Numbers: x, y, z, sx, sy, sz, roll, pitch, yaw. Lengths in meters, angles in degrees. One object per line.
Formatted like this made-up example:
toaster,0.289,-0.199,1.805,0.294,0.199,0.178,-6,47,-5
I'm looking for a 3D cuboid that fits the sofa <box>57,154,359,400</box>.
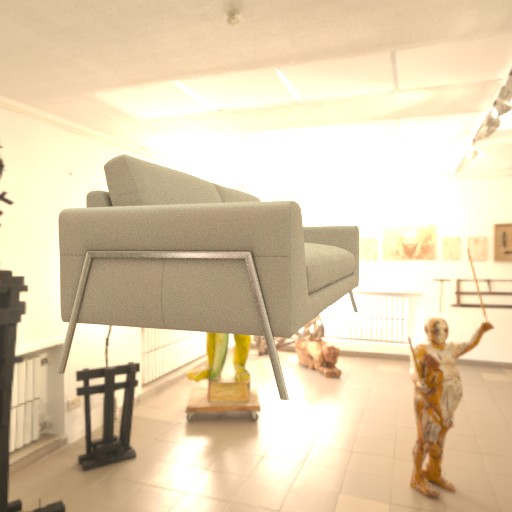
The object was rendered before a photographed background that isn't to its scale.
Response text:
sofa,0.000,0.000,2.503,0.953,0.875,2.017,0,1,19
